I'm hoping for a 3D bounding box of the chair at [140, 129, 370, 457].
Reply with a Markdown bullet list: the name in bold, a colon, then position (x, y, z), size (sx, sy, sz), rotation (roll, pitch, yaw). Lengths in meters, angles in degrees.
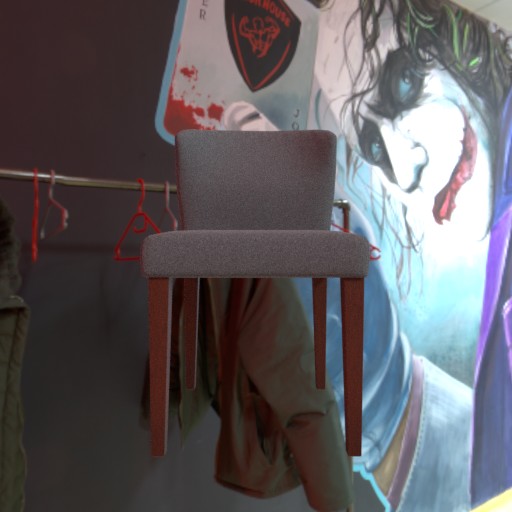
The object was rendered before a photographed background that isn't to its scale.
- **chair**: position (0.000, 0.000, 1.192), size (0.491, 0.839, 0.592), rotation (0, -1, 0)
